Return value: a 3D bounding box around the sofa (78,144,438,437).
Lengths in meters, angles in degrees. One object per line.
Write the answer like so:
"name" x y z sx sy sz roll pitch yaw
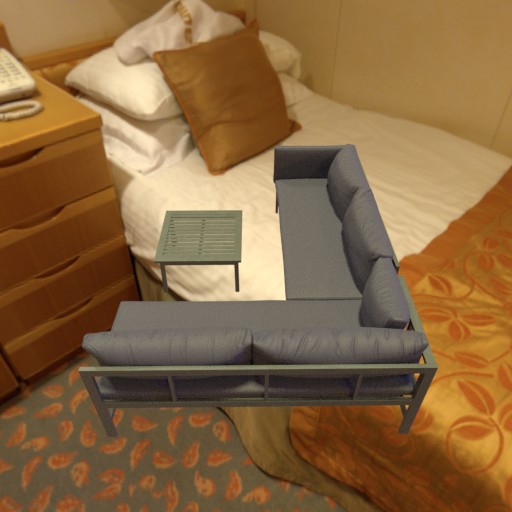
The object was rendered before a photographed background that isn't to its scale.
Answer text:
"sofa" 0.000 0.000 3.008 1.658 0.762 2.149 0 41 0
